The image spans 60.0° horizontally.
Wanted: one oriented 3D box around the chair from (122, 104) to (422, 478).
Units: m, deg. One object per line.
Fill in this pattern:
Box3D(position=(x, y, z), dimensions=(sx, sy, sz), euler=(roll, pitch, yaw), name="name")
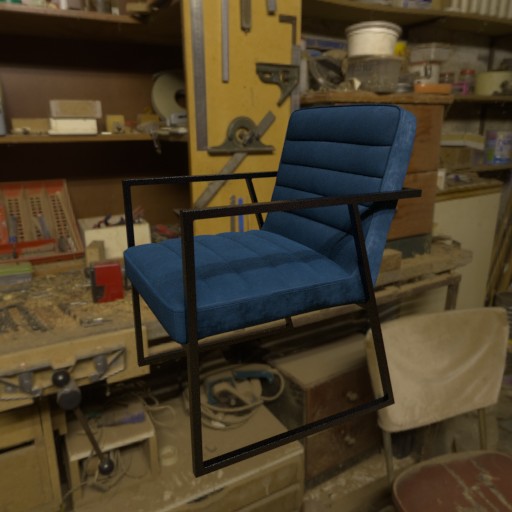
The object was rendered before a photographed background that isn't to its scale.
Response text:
Box3D(position=(0.000, 0.000, 1.277), dimensions=(0.677, 0.833, 0.571), euler=(-8, 19, -26), name="chair")
